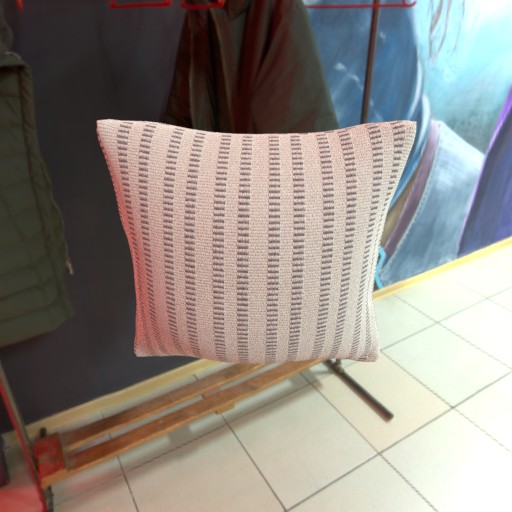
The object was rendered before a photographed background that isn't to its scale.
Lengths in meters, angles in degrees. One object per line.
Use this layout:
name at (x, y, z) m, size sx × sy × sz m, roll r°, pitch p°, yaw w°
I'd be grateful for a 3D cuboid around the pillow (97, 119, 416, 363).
pillow at (0.000, 0.000, 0.695) m, size 0.438 × 0.419 × 0.247 m, roll 1°, pitch 29°, yaw 1°
